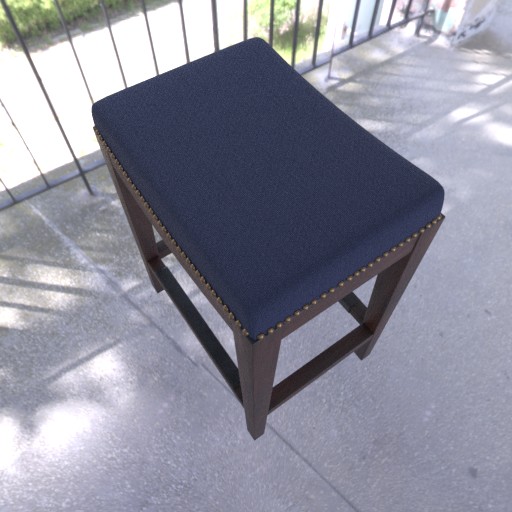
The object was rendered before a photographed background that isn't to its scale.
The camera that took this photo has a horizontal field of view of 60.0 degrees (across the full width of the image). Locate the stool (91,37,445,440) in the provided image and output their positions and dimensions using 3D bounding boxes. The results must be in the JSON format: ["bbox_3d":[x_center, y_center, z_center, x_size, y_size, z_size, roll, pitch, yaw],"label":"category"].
[{"bbox_3d":[0.000,0.000,0.927,0.361,0.642,0.500,-31,62,-18],"label":"stool"}]
